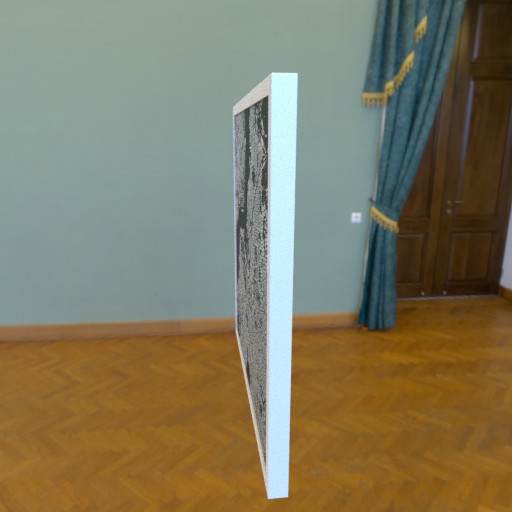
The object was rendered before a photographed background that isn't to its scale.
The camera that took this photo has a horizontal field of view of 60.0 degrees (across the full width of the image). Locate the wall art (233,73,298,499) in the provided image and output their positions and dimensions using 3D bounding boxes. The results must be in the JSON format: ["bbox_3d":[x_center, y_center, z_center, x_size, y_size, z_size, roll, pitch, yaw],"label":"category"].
[{"bbox_3d":[0.000,0.000,1.118,0.050,0.762,0.761,-2,15,-7],"label":"wall art"}]
